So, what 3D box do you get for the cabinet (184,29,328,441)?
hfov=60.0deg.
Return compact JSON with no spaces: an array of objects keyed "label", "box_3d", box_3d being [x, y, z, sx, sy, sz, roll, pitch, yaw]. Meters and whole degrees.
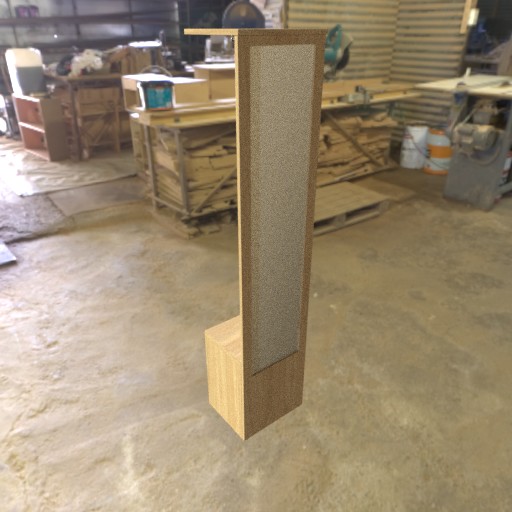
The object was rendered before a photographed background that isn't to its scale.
[{"label":"cabinet","box_3d":[0.000,0.000,2.060,0.411,1.879,0.338,-20,33,-33]}]
